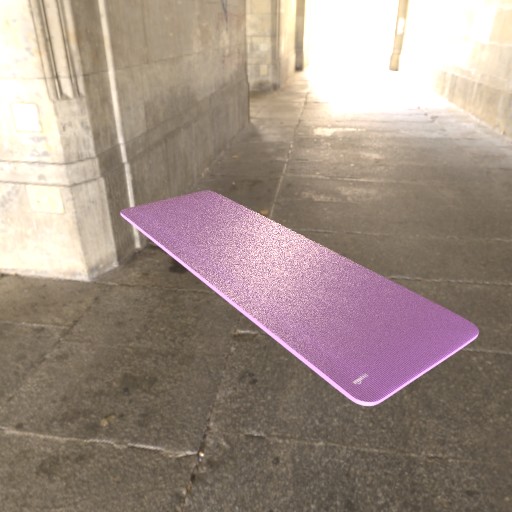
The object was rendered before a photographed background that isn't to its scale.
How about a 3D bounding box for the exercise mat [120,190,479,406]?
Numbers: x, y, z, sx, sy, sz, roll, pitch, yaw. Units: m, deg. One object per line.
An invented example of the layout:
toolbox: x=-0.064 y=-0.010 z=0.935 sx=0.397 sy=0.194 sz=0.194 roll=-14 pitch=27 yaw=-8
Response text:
exercise mat: x=0.000 y=0.000 z=2.058 sx=0.616 sy=0.021 sz=1.869 roll=-19 pitch=33 yaw=-32
